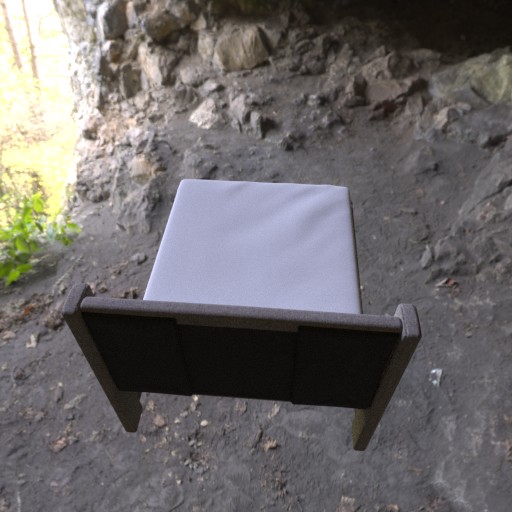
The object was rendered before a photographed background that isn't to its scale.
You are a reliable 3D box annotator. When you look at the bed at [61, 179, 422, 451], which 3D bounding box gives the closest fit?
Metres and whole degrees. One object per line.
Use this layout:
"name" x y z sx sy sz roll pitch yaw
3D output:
"bed" 0.000 0.000 3.366 1.714 1.476 2.245 3 47 3
